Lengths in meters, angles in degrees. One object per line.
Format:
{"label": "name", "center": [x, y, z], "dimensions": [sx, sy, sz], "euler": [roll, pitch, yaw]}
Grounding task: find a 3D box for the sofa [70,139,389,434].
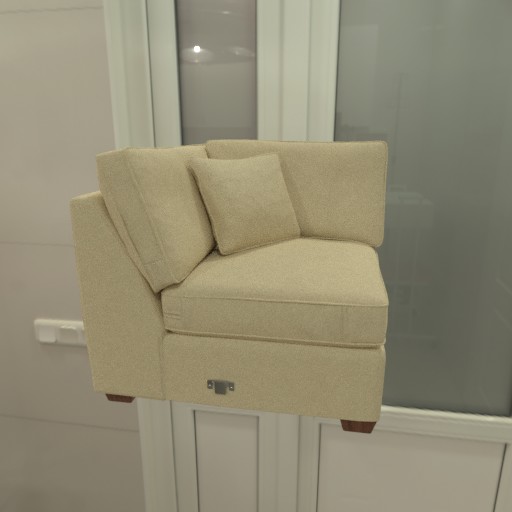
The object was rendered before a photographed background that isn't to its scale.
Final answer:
{"label": "sofa", "center": [0.000, 0.000, 2.000], "dimensions": [1.146, 1.002, 1.084], "euler": [3, 16, 9]}
